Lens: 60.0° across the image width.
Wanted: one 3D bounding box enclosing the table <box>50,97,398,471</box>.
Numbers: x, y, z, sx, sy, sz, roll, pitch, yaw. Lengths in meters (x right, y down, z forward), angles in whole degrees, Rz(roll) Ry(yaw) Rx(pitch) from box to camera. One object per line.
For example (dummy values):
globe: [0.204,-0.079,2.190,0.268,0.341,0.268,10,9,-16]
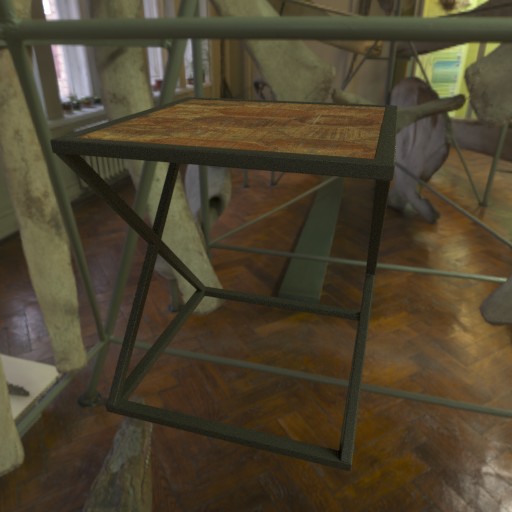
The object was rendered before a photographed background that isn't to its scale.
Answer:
table: [0.000,0.000,0.945,0.500,0.565,0.500,8,28,15]
